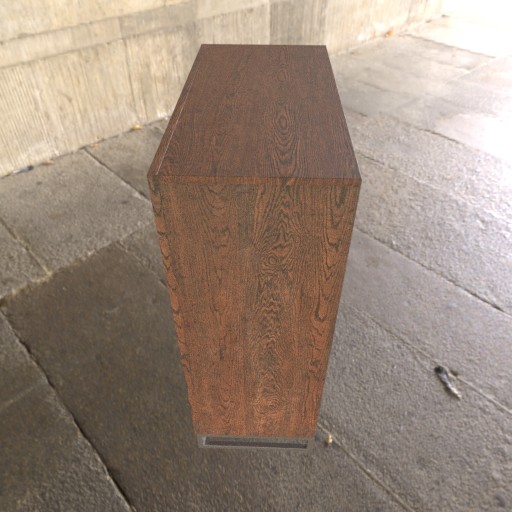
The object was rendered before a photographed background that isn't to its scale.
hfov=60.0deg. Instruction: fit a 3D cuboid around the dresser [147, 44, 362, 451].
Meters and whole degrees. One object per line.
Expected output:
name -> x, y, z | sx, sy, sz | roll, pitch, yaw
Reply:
dresser -> 0.000, 0.000, 1.782 | 0.508, 1.321, 0.965 | 1, 42, 2
